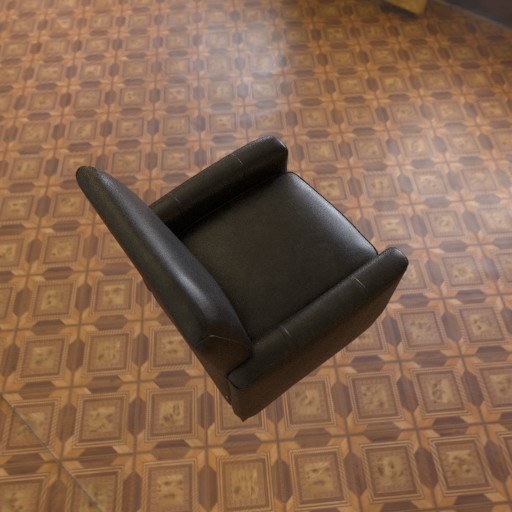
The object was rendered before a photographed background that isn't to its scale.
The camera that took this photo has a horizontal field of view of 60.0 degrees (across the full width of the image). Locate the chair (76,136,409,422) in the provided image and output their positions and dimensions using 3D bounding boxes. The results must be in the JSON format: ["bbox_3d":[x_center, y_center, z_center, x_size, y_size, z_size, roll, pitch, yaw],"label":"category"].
[{"bbox_3d":[0.000,0.000,1.689,0.864,1.014,0.848,-33,64,-18],"label":"chair"}]
